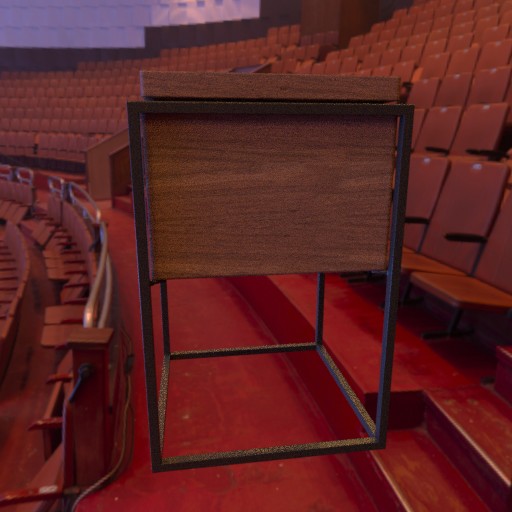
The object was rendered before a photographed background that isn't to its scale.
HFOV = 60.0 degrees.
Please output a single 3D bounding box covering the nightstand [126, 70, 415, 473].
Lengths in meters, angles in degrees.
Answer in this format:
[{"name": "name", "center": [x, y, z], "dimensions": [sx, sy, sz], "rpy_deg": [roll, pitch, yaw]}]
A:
[{"name": "nightstand", "center": [0.000, 0.000, 0.855], "dimensions": [0.397, 0.607, 0.397], "rpy_deg": [-2, 15, -8]}]
